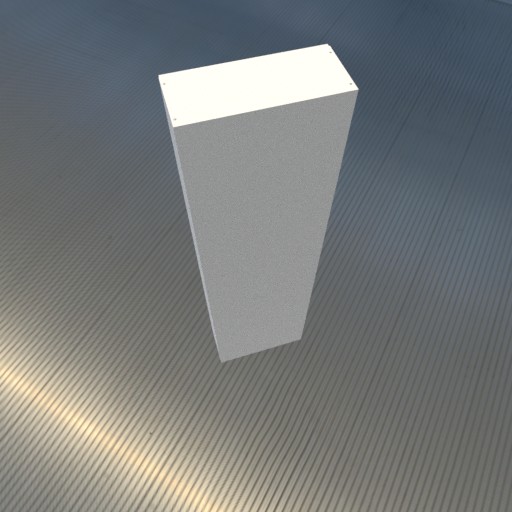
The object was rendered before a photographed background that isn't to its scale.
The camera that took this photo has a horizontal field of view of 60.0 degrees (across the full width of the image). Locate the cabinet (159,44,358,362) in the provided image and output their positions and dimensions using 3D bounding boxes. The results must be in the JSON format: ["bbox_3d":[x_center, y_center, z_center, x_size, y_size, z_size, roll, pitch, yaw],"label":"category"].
[{"bbox_3d":[0.000,0.000,1.957,0.500,1.790,0.230,-14,59,-9],"label":"cabinet"}]
